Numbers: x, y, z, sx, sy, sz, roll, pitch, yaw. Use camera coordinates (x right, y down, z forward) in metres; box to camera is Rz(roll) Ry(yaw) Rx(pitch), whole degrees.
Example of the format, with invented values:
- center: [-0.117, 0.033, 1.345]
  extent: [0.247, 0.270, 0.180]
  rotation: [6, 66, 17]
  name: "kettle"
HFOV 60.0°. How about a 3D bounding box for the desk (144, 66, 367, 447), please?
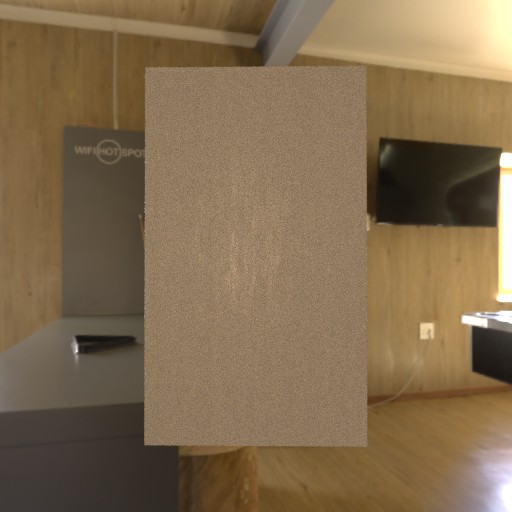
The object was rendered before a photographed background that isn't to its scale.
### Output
- center: [0.000, 0.000, 1.621]
  extent: [0.750, 1.280, 0.250]
  rotation: [0, 0, 1]
  name: "desk"
